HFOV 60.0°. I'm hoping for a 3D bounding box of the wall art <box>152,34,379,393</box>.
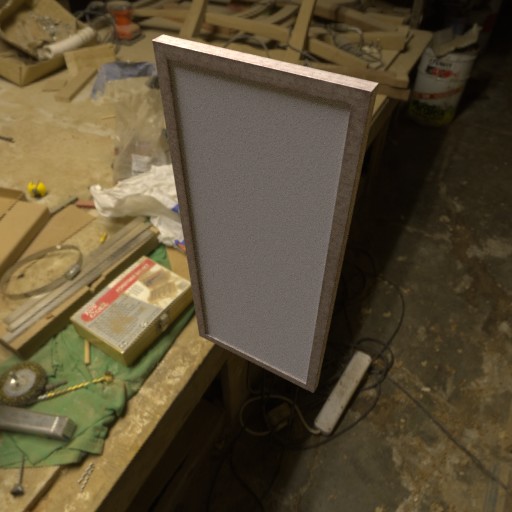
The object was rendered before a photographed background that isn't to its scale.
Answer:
[{"bbox_3d":[0.000,0.000,1.677,0.648,1.461,0.051,22,49,20],"label":"wall art"}]
